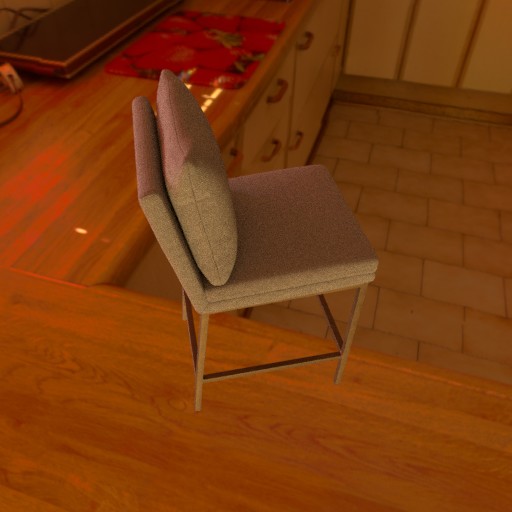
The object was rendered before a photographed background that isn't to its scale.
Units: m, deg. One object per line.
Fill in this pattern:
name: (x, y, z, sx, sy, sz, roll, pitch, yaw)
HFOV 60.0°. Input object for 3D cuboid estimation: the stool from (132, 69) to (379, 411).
stool: (0.000, 0.000, 1.368, 0.569, 1.031, 0.463, -9, 47, -9)
